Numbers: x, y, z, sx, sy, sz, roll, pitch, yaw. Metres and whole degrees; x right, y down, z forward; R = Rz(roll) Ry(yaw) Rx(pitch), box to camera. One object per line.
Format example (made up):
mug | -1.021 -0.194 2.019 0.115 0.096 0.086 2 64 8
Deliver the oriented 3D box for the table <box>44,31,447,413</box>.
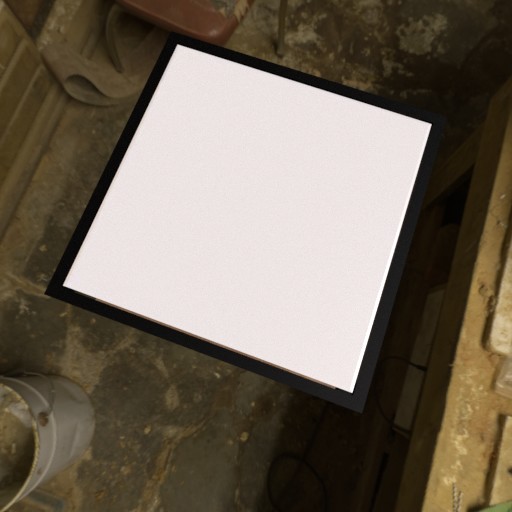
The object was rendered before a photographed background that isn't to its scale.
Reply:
table | 0.000 0.000 0.794 0.378 0.540 0.378 19 77 5
